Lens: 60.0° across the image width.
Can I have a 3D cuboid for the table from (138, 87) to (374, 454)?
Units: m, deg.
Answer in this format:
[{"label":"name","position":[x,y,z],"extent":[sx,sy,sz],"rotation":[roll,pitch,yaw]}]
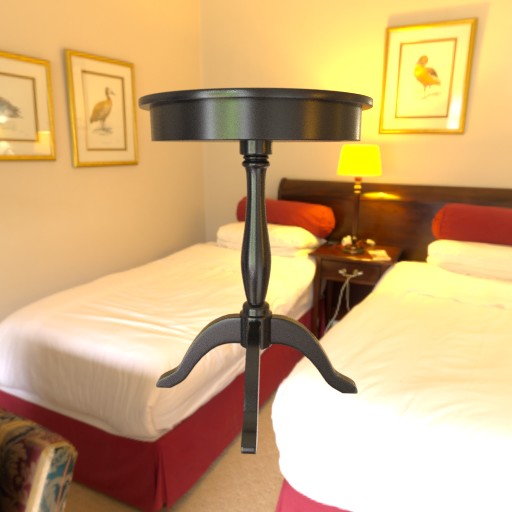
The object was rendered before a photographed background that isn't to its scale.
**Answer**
[{"label":"table","position":[0.000,0.000,1.006],"extent":[0.481,0.665,0.481],"rotation":[0,14,0]}]
